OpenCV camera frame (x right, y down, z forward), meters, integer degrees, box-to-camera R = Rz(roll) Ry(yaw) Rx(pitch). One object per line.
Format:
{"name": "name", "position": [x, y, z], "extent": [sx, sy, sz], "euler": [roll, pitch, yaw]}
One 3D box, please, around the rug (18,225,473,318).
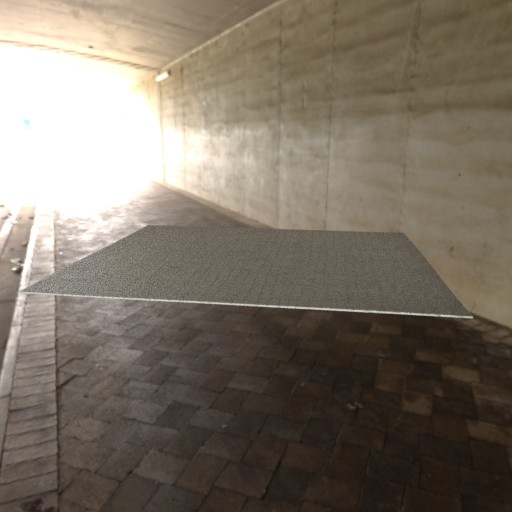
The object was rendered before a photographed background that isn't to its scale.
{"name": "rug", "position": [0.000, 0.000, 4.087], "extent": [3.061, 0.014, 2.447], "euler": [2, 15, 8]}
